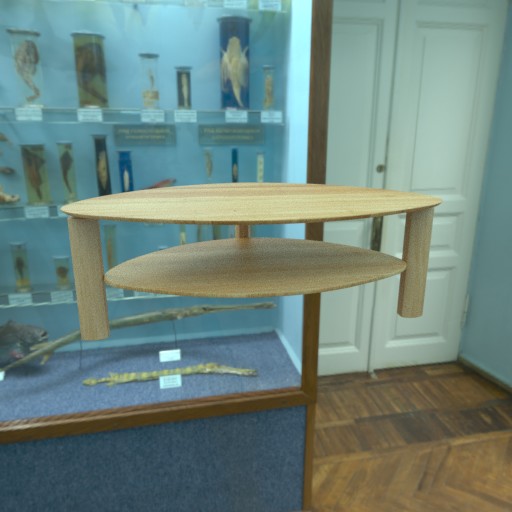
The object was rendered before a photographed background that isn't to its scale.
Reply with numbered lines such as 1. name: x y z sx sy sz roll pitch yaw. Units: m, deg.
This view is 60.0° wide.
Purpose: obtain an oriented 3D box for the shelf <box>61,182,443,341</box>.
1. shelf: 0.000 0.000 1.628 1.246 0.440 0.845 -3 16 -9
